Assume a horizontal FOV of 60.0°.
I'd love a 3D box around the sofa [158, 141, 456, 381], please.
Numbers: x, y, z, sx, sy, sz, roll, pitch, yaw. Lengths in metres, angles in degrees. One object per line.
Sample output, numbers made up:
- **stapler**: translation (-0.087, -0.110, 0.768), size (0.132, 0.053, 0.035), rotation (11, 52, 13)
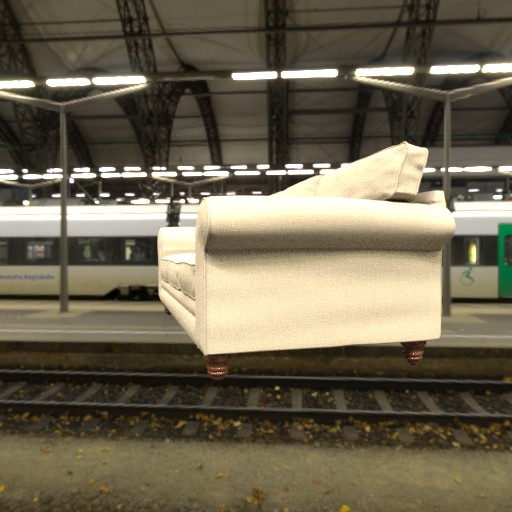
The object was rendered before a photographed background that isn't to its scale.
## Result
- **sofa**: translation (0.000, 0.000, 2.568), size (0.998, 0.889, 2.118), rotation (0, 0, -17)
